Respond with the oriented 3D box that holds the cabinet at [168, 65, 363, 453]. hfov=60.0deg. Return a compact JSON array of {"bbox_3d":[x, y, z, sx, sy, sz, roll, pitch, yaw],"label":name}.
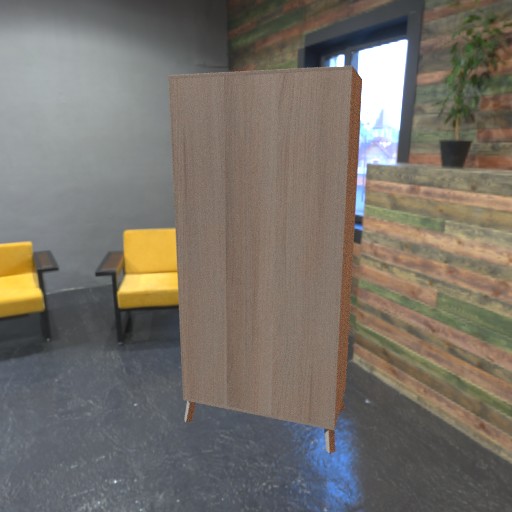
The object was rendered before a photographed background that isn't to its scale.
[{"bbox_3d":[0.000,0.000,2.647,0.969,1.957,1.272,-7,16,-25],"label":"cabinet"}]
